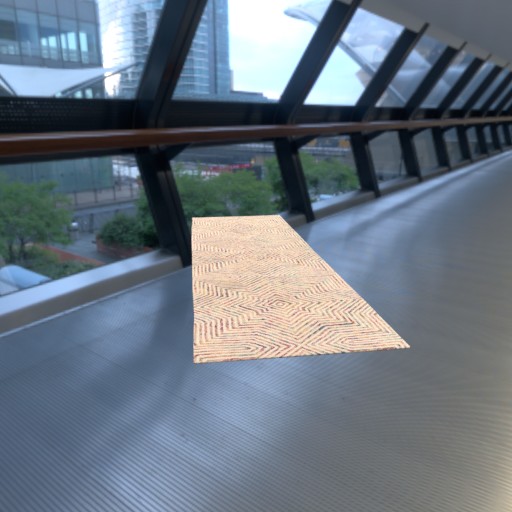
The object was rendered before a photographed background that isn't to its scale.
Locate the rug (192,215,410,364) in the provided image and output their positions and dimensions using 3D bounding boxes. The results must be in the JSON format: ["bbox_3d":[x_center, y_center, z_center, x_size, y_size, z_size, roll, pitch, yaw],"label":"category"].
[{"bbox_3d":[0.000,0.000,2.684,0.771,0.009,2.443,-2,17,-8],"label":"rug"}]
